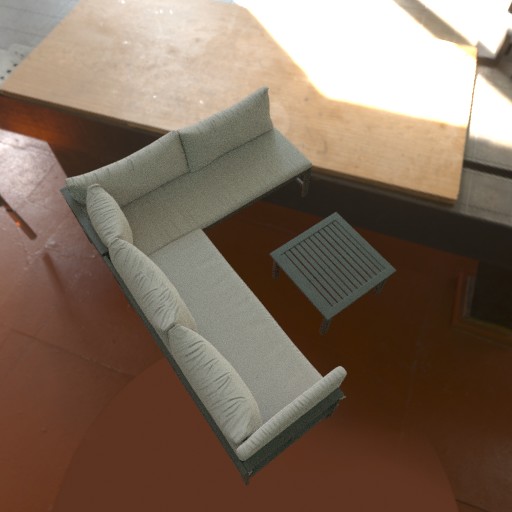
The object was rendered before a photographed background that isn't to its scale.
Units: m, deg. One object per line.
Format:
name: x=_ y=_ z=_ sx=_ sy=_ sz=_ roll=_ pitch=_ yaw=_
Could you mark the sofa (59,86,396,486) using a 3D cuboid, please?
sofa: x=0.000 y=0.000 z=2.930 sx=1.658 sy=0.758 sz=2.096 roll=-32 pitch=64 yaw=-18
